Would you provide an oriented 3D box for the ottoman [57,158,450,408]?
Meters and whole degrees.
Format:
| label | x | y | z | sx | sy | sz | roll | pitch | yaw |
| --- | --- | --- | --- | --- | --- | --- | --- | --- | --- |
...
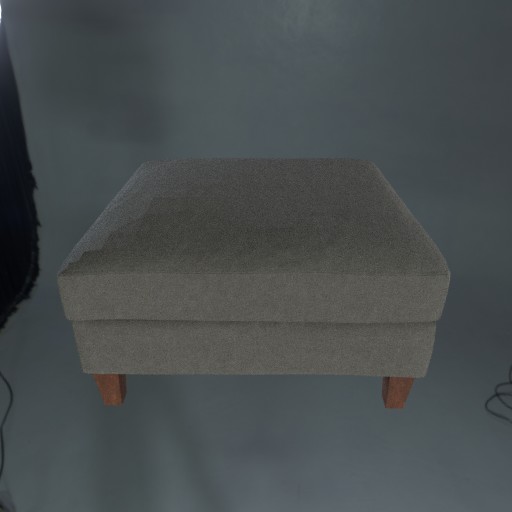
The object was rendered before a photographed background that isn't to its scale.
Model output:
| label | x | y | z | sx | sy | sz | roll | pitch | yaw |
| --- | --- | --- | --- | --- | --- | --- | --- | --- | --- |
| ottoman | 0.000 | 0.000 | 1.407 | 0.881 | 0.482 | 0.861 | 0 | 29 | 1 |
